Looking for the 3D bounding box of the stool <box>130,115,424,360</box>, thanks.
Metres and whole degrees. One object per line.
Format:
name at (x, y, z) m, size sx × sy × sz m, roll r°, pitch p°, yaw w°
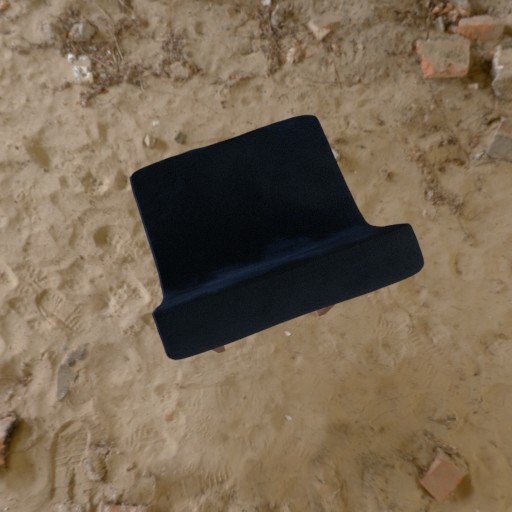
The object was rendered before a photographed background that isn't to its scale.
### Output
stool at (0.000, 0.000, 1.328) m, size 0.511 × 1.037 × 0.500 m, roll -19°, pitch 77°, yaw -5°
